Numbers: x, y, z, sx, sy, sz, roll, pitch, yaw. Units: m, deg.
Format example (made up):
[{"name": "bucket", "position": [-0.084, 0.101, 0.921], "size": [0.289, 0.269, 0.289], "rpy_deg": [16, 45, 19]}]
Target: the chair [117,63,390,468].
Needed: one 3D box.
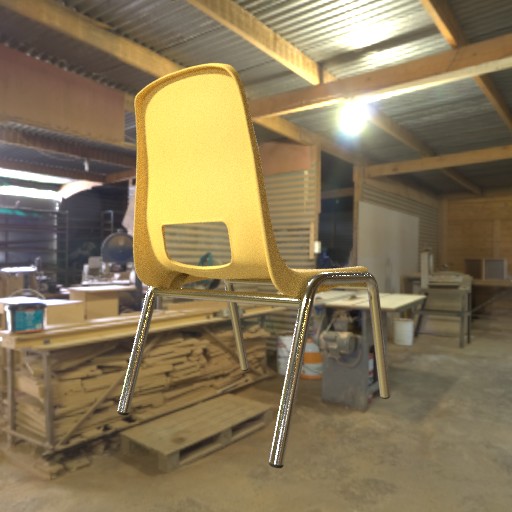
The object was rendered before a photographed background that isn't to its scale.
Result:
[{"name": "chair", "position": [0.000, 0.000, 0.787], "size": [0.354, 0.536, 0.385], "rpy_deg": [0, 0, 36]}]
